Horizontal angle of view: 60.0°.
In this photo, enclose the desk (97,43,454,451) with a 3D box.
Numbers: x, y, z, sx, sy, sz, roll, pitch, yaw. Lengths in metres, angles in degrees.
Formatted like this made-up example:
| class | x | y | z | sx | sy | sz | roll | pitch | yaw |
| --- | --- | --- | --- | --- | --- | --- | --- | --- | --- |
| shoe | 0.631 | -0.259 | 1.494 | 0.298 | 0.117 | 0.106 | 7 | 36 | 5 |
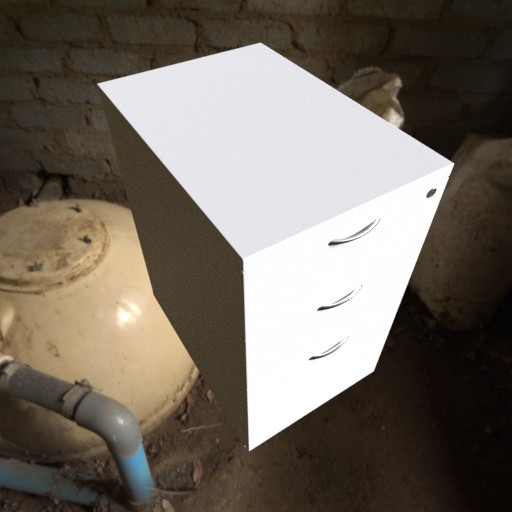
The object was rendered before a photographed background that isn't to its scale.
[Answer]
| class | x | y | z | sx | sy | sz | roll | pitch | yaw |
| --- | --- | --- | --- | --- | --- | --- | --- | --- | --- |
| desk | 0.000 | 0.000 | 1.084 | 0.404 | 0.730 | 0.600 | -25 | 51 | -21 |
